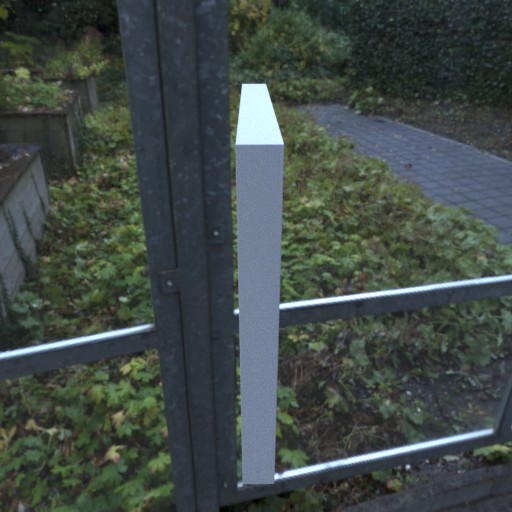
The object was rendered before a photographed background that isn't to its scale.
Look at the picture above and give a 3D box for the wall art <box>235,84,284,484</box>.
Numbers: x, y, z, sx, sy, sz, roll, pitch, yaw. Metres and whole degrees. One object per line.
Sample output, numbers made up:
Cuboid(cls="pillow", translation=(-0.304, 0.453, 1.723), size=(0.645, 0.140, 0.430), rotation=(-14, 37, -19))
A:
Cuboid(cls="wall art", translation=(0.000, 0.000, 0.619), size=(0.038, 0.406, 0.406), rotation=(0, 27, -1))
